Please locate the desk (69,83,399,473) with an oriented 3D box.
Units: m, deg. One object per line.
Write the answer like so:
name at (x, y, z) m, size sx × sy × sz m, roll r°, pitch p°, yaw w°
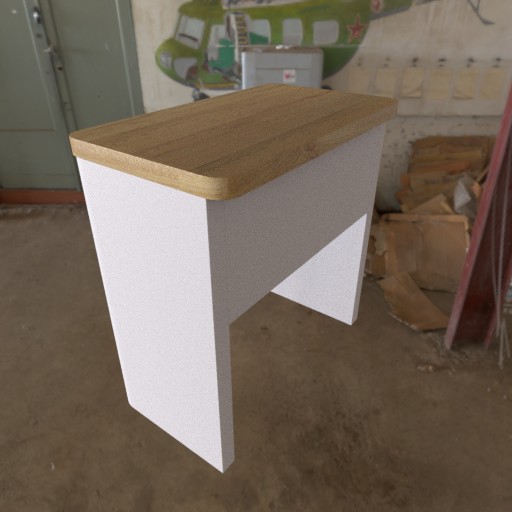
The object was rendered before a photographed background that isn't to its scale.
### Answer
desk at (0.000, 0.000, 1.266) m, size 0.440 × 0.790 × 0.760 m, roll 21°, pitch 37°, yaw 31°
